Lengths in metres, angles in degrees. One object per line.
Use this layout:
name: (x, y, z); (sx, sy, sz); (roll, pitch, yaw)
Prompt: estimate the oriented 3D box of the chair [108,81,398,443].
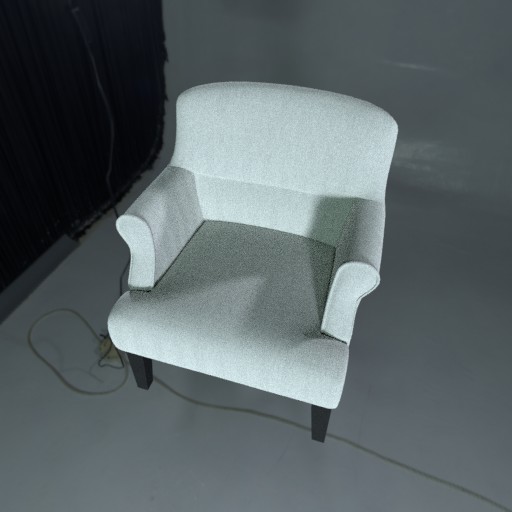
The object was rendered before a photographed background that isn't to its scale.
chair: (0.000, 0.000, 1.468); (0.781, 0.875, 0.750); (12, 44, 13)
